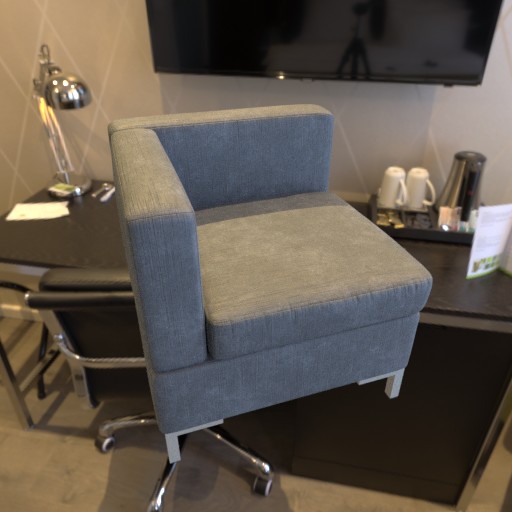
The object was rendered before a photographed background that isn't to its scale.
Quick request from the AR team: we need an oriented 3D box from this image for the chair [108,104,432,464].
[{"bbox_3d":[0.000,0.000,1.224,0.680,0.660,0.680,-10,33,-16],"label":"chair"}]
